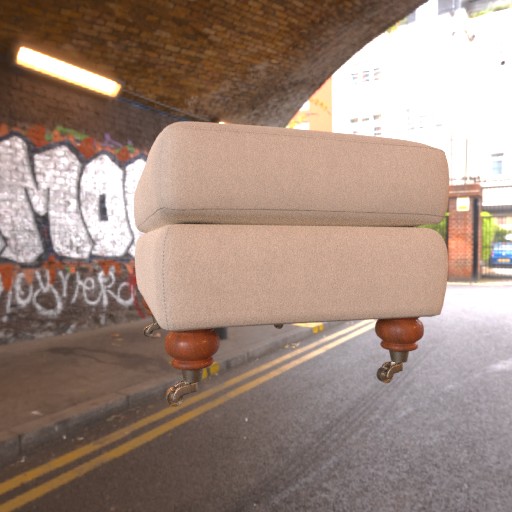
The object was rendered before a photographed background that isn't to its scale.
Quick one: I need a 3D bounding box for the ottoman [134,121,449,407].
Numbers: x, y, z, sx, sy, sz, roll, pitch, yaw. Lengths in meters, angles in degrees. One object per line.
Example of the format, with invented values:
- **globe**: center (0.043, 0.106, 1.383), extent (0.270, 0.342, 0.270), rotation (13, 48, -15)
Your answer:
- **ottoman**: center (0.000, 0.000, 1.117), extent (0.569, 0.499, 0.773), rotation (0, 1, -18)
